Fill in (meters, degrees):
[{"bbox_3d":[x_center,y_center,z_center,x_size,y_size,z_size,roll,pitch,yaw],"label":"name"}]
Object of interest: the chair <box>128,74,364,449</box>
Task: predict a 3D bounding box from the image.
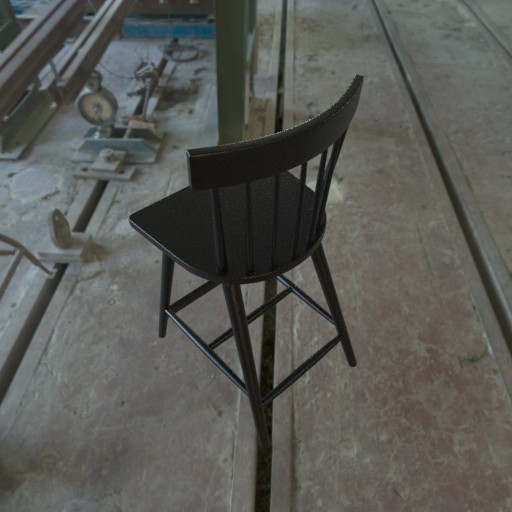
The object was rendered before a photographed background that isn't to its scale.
[{"bbox_3d":[0.000,0.000,1.250,0.483,0.952,0.572,-33,54,-28],"label":"chair"}]
